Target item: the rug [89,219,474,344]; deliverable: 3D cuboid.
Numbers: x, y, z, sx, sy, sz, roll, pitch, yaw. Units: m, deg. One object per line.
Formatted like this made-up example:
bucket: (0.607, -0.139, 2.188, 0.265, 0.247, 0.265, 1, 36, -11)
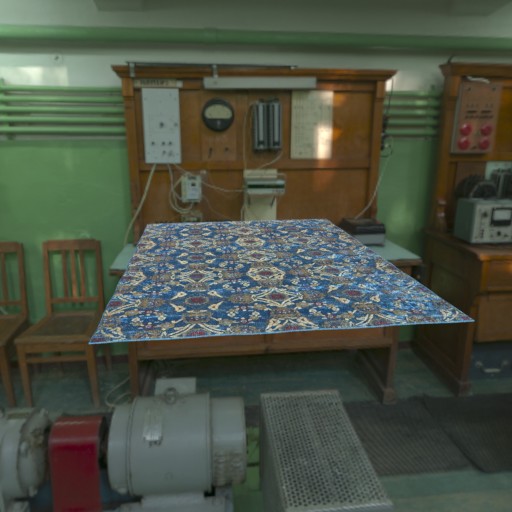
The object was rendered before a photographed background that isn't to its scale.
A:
rug: (0.000, 0.000, 4.203, 2.337, 0.013, 3.291, -2, 16, -7)
